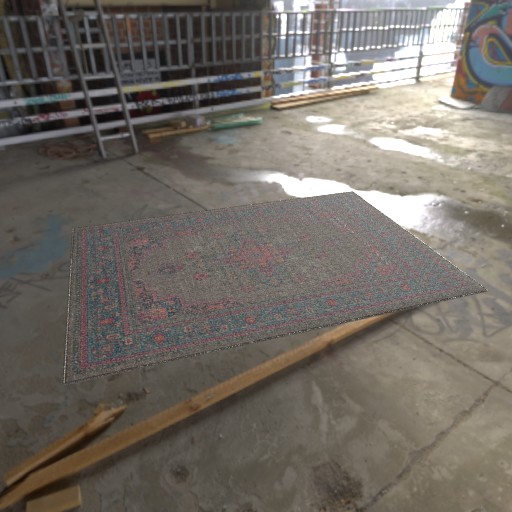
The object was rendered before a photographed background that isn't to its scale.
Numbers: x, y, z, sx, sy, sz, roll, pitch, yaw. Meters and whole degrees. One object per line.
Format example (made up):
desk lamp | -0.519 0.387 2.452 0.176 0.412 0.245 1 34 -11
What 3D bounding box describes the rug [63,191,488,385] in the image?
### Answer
rug | 0.000 0.000 3.635 2.890 0.013 2.005 -9 32 -16
